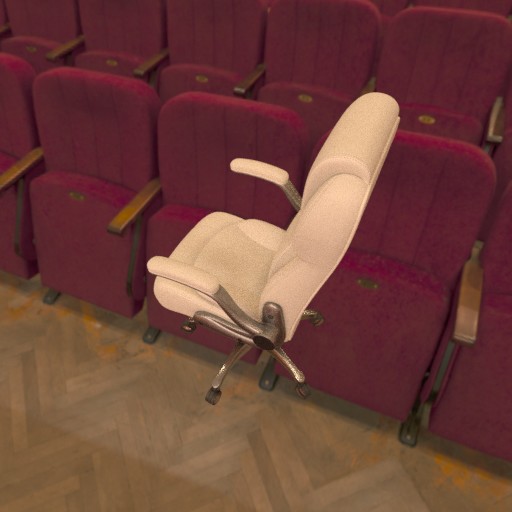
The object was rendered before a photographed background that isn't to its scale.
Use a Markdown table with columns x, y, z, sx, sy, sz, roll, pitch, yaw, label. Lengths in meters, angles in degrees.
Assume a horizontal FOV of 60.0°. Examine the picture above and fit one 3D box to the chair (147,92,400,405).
| x | y | z | sx | sy | sz | roll | pitch | yaw | label |
| --- | --- | --- | --- | --- | --- | --- | --- | --- | --- |
| 0.000 | 0.000 | 1.792 | 0.806 | 1.330 | 0.755 | 17 | 48 | 16 | chair |
